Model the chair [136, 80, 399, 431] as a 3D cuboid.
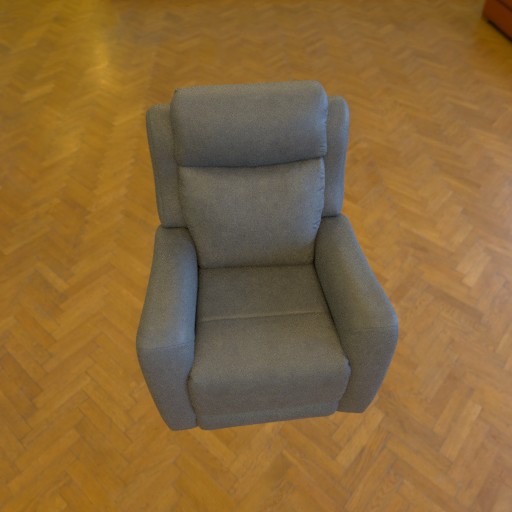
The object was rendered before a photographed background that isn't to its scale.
[{"bbox_3d":[0.000,0.000,1.910,0.967,1.116,1.068,-4,47,-4],"label":"chair"}]
